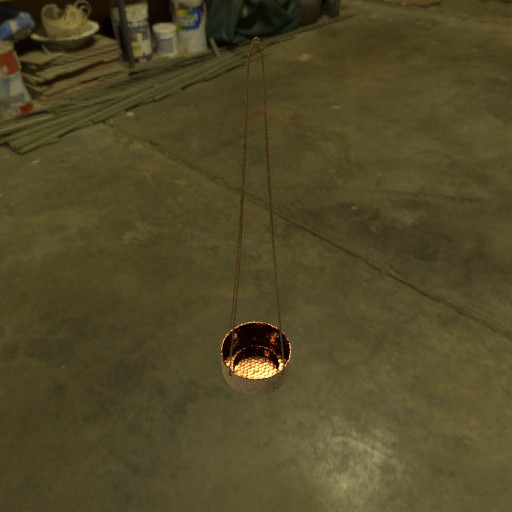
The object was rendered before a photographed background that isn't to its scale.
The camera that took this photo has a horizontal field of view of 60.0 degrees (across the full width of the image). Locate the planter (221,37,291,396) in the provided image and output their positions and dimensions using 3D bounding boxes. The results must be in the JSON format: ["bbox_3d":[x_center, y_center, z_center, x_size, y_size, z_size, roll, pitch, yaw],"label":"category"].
[{"bbox_3d":[0.000,0.000,1.134,0.223,1.030,0.223,-1,41,-1],"label":"planter"}]
